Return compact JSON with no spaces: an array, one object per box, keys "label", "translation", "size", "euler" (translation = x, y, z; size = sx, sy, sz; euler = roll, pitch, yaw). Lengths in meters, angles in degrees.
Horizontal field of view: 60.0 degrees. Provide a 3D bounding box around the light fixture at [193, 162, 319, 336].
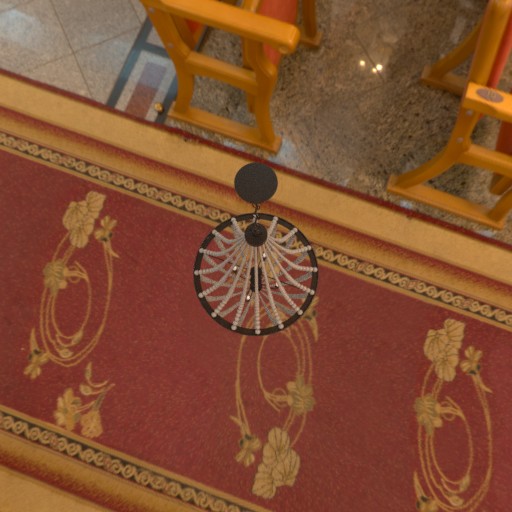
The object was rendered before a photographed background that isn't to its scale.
[{"label":"light fixture","translation":[0.000,0.000,1.345],"size":[0.450,1.133,0.450],"euler":[0,77,0]}]
